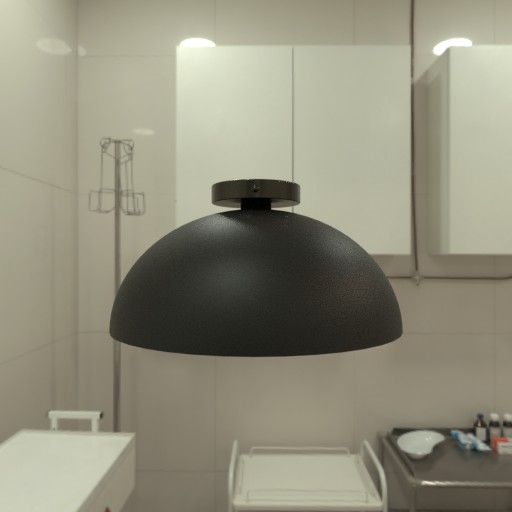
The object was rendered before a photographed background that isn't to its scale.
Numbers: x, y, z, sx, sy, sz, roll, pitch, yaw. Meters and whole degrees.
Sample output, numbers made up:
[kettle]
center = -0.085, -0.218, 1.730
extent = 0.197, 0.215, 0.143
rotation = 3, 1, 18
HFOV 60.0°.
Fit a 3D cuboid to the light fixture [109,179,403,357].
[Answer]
[light fixture]
center = 0.000, 0.000, 0.565
extent = 0.355, 0.177, 0.355
rotation = 0, 0, 0
